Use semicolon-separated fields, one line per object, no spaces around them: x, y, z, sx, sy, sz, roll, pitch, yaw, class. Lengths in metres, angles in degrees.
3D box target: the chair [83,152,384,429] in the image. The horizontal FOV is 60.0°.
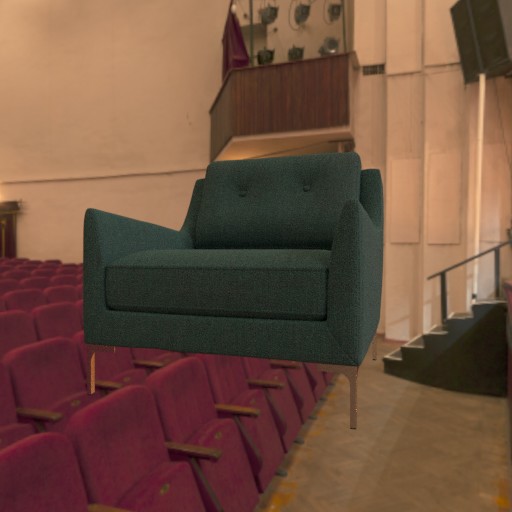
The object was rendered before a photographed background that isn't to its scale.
0.000;0.000;1.579;0.847;0.828;0.849;0;1;19;chair
